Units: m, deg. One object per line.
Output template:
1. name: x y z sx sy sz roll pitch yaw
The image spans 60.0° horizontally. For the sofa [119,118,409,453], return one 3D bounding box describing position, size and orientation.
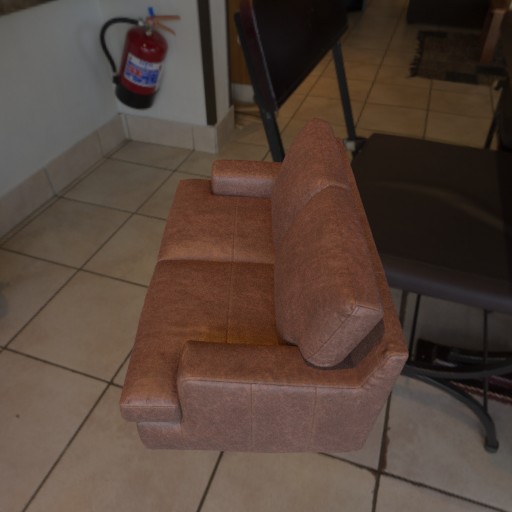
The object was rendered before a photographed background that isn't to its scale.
1. sofa: 0.000 0.000 2.472 1.143 0.939 1.880 0 40 0
